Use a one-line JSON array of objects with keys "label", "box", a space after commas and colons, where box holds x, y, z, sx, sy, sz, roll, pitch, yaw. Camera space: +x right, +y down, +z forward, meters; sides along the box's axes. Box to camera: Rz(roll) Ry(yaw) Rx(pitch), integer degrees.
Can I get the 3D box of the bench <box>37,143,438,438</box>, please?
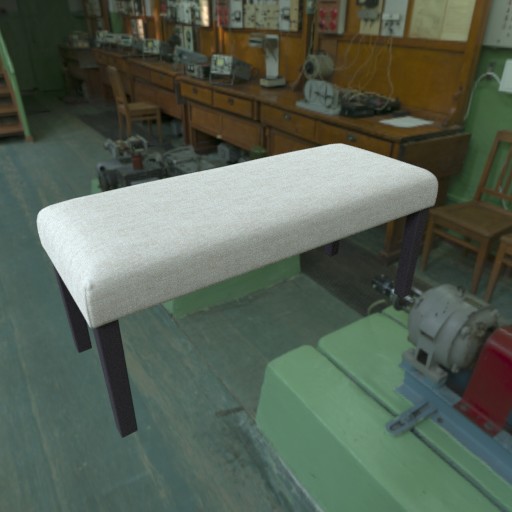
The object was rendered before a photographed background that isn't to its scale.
[{"label": "bench", "box": [0.000, 0.000, 1.254, 1.013, 0.456, 0.407, -19, 35, -30]}]
